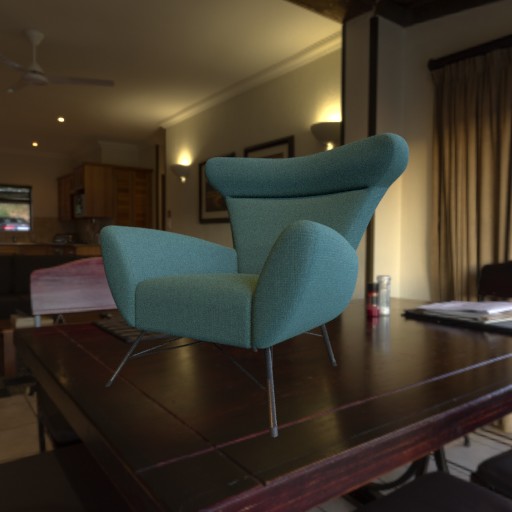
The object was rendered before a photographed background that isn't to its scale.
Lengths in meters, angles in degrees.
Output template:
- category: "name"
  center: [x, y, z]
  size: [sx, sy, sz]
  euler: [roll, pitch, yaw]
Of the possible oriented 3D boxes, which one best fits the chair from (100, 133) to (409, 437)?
- category: "chair"
  center: [0.000, 0.000, 1.813]
  size: [1.050, 0.980, 0.900]
  euler: [1, 3, 35]
